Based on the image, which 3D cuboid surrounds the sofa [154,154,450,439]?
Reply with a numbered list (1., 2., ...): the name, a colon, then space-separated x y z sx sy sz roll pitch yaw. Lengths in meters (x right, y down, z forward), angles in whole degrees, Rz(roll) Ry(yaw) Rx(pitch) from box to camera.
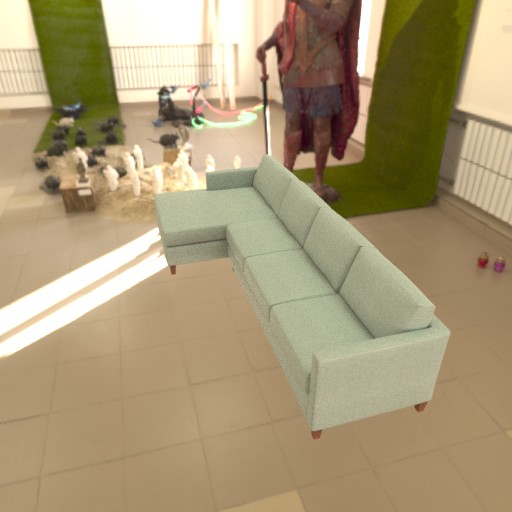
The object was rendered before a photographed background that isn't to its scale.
1. sofa: 0.000 0.000 4.161 1.600 0.953 3.470 -8 31 -14
